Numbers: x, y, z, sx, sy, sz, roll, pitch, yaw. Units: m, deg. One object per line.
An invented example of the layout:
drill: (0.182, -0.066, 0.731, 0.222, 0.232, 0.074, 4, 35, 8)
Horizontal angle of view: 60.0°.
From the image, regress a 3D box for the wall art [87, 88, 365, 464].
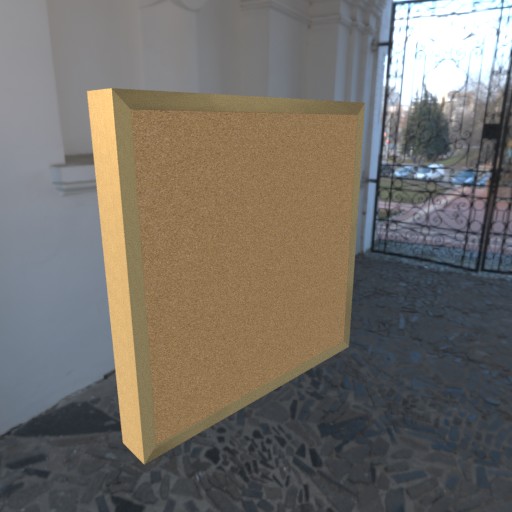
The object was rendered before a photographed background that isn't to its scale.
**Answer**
wall art: (0.000, 0.000, 0.453, 0.304, 0.305, 0.038, -15, 23, -42)
